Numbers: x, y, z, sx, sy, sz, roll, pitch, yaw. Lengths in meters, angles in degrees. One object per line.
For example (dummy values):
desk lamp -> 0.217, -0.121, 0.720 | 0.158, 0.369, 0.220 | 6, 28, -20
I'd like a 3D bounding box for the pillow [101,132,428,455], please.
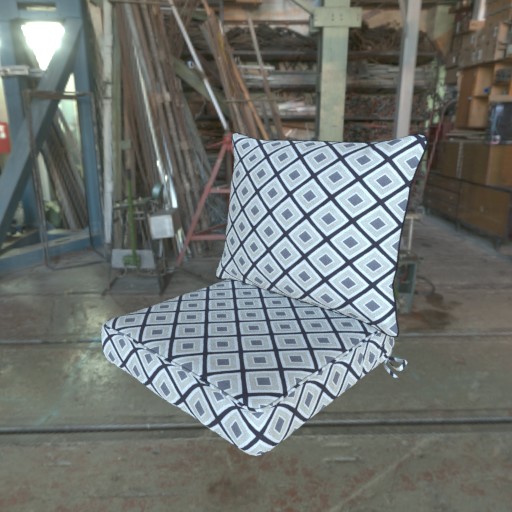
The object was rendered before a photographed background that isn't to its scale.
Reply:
pillow -> 0.000, 0.000, 1.355 | 0.798, 0.722, 0.733 | 15, 22, 41
